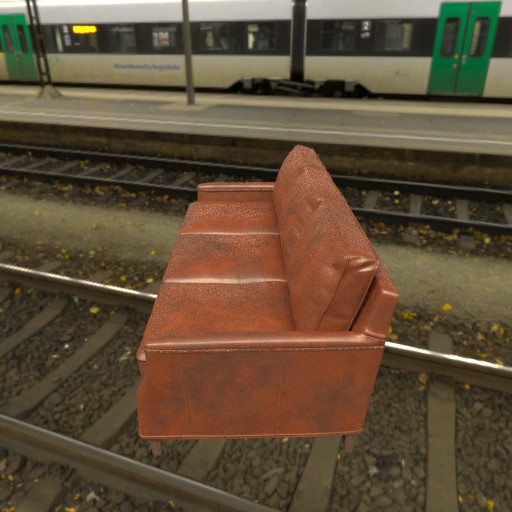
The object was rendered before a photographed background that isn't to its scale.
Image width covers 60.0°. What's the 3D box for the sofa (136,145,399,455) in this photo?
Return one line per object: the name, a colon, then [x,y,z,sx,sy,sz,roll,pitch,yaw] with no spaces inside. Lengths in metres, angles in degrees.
sofa: [0.000,0.000,2.800,1.084,1.003,2.240,0,26,-1]
